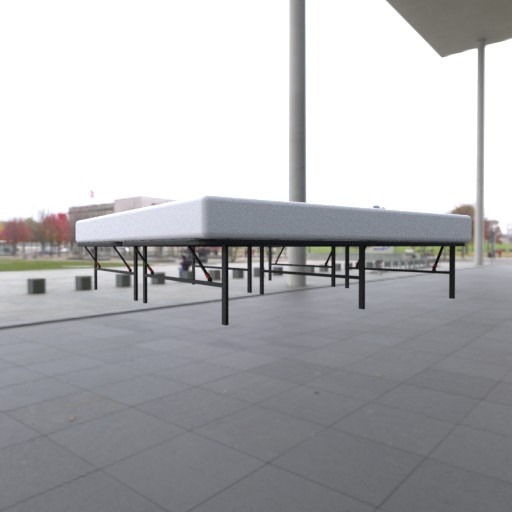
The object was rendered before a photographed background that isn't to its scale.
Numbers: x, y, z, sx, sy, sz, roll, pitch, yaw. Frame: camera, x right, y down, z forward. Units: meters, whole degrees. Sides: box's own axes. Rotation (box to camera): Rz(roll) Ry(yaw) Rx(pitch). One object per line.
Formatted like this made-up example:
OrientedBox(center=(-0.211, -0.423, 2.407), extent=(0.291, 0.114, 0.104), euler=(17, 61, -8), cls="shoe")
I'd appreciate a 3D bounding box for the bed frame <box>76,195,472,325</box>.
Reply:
OrientedBox(center=(0.000, 0.000, 3.087), extent=(1.935, 0.525, 2.033), euler=(-1, 1, -35), cls="bed frame")
